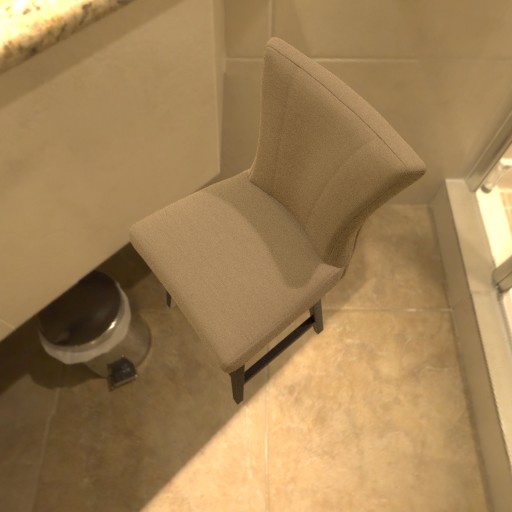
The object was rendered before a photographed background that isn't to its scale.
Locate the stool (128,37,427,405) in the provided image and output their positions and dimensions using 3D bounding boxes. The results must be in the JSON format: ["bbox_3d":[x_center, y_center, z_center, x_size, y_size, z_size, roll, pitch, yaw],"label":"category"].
[{"bbox_3d":[0.000,0.000,1.352,0.574,1.000,0.514,-34,68,-16],"label":"stool"}]
